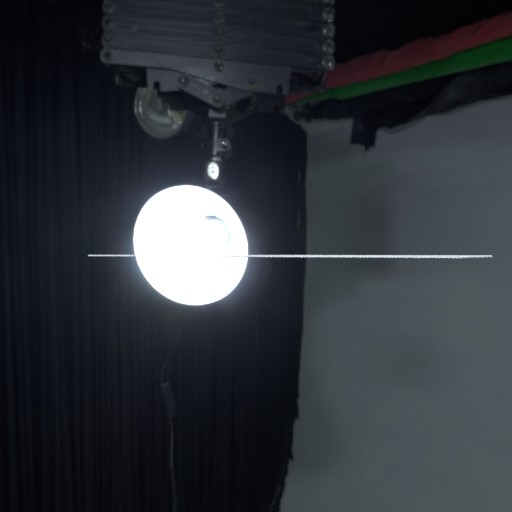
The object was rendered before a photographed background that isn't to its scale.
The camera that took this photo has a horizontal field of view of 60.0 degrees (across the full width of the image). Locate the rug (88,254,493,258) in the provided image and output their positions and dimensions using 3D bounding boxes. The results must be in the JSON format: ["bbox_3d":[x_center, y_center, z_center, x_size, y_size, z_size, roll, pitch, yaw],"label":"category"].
[{"bbox_3d":[0.000,0.000,2.509,2.294,0.011,0.666,0,0,37],"label":"rug"}]
